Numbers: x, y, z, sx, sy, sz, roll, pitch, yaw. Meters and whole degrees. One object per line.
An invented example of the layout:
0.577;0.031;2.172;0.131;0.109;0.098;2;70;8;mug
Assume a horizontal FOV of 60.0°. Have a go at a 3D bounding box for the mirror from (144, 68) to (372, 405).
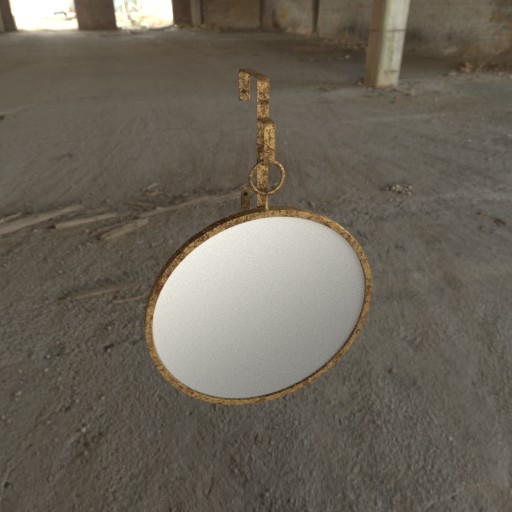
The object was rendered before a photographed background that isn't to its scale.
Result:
0.000;0.000;0.848;0.447;0.651;0.144;-8;31;-14;mirror
